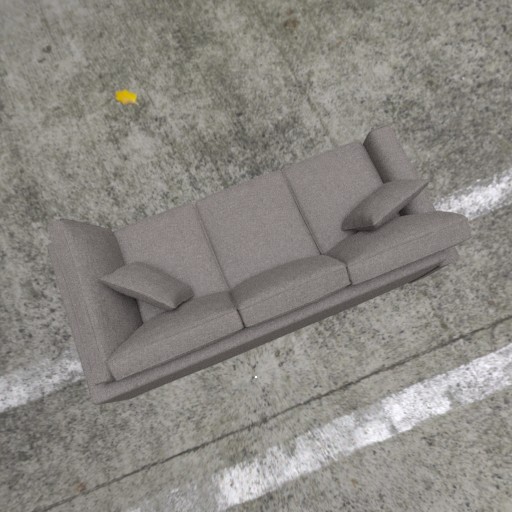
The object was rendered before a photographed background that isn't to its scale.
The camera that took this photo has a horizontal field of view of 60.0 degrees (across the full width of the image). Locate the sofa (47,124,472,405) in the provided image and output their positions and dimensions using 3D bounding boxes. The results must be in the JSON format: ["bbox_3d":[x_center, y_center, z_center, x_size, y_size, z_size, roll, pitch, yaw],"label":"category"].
[{"bbox_3d":[0.000,0.000,2.882,2.317,0.962,1.061,-22,76,-6],"label":"sofa"}]
